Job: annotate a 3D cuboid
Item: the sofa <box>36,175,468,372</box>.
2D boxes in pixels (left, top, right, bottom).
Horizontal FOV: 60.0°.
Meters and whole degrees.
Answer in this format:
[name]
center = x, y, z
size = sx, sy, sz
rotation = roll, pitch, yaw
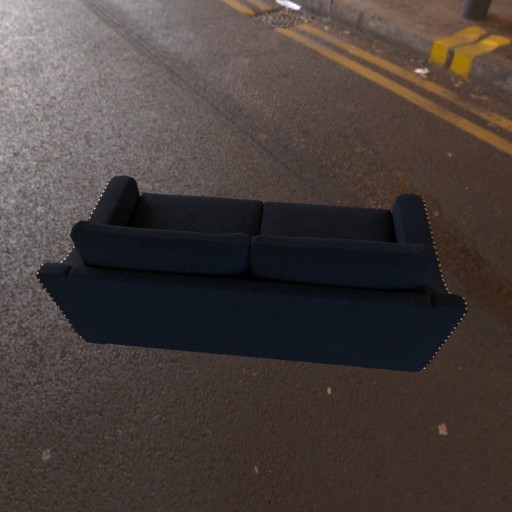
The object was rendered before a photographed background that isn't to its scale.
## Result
[sofa]
center = 0.000, 0.000, 2.744
size = 2.107, 0.983, 1.104
rotation = 4, 47, 4
